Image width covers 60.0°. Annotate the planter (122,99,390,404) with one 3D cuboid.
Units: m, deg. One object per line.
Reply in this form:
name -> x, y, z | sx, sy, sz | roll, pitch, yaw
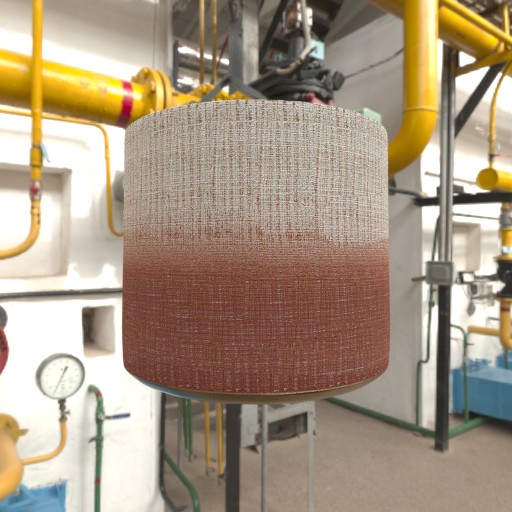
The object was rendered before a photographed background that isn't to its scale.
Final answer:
planter -> 0.000, 0.000, 0.307 | 0.178, 0.157, 0.178 | 0, 0, 0
